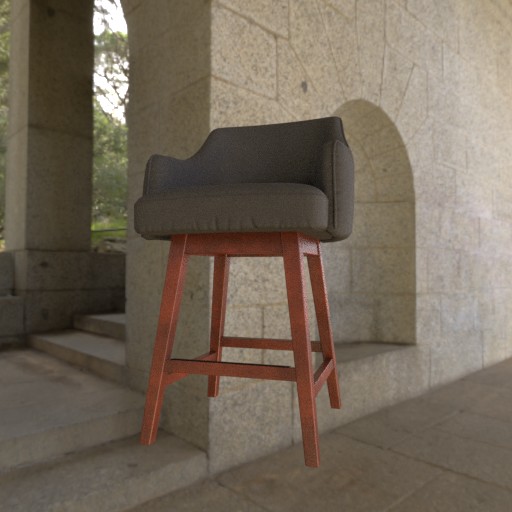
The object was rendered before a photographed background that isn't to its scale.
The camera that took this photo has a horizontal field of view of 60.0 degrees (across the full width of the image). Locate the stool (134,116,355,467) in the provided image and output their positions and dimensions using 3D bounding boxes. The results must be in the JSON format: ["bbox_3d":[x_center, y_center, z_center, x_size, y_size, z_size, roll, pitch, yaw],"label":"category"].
[{"bbox_3d":[0.000,0.000,1.250,0.548,0.912,0.558,0,-2,17],"label":"stool"}]
